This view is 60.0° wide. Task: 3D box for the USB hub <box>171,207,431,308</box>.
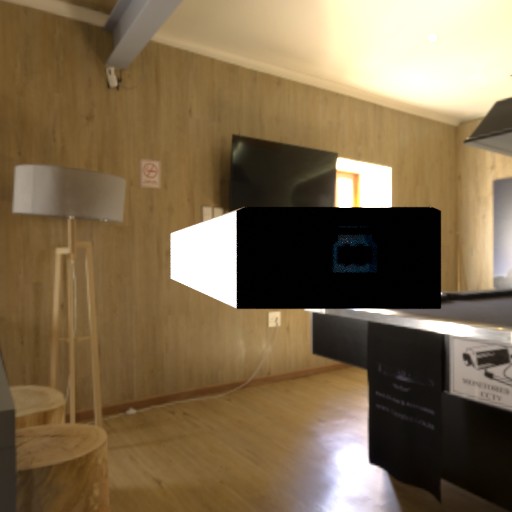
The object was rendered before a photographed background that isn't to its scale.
[{"bbox_3d":[0.000,0.000,0.159,0.044,0.023,0.145,0,0,-18],"label":"USB hub"}]
